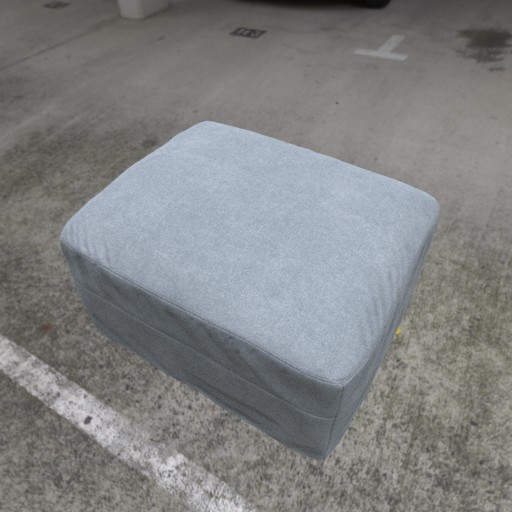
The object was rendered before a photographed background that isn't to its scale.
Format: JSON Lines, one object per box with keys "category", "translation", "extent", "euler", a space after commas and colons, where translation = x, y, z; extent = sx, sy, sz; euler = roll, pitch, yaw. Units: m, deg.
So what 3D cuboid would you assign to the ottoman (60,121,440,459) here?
{"category": "ottoman", "translation": [0.000, 0.000, 1.250], "extent": [0.837, 0.481, 0.683], "euler": [24, 51, 21]}
